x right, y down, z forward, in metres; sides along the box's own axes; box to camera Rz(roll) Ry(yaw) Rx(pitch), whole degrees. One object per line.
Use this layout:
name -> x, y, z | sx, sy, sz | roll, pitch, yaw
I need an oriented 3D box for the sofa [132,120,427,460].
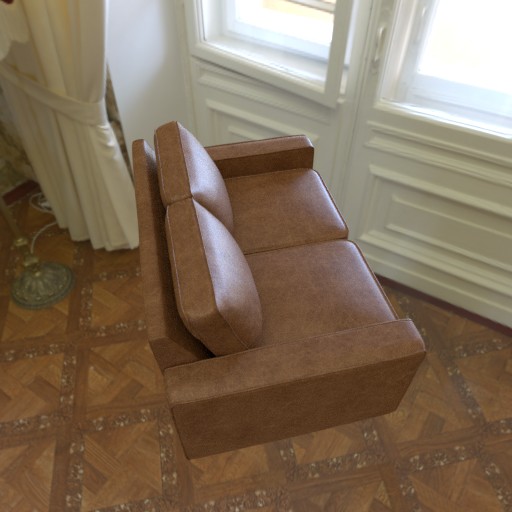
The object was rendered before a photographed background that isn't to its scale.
sofa -> 0.000, 0.000, 2.178 | 1.020, 0.896, 1.532 | -10, 48, -9
